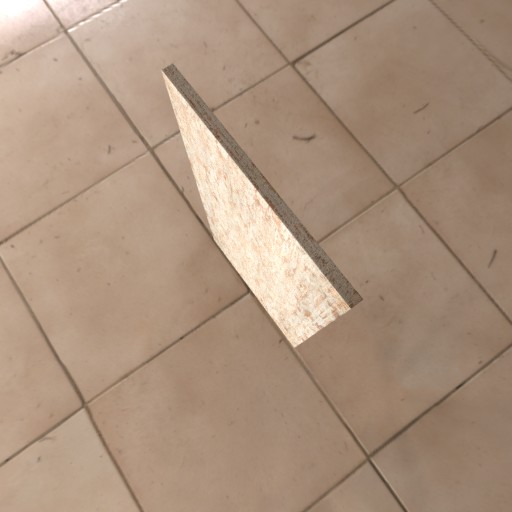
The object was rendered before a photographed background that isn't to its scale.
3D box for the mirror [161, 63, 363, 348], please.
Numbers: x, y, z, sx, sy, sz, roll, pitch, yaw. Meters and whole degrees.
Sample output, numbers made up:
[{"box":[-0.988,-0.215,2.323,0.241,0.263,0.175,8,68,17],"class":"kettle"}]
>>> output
[{"box":[0.000,0.000,1.100,0.027,0.922,0.472,-35,78,-9],"class":"mirror"}]
